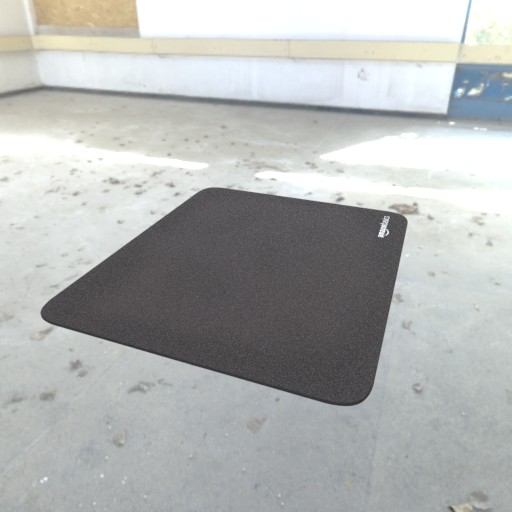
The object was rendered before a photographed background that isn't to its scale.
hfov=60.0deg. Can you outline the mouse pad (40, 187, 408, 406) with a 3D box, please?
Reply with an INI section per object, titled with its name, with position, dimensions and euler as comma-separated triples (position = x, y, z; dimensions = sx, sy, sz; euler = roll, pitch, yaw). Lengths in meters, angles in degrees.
[mouse pad]
position = 0.000, 0.000, 0.346
dimensions = 0.211, 0.002, 0.249
euler = 11, 31, 18
